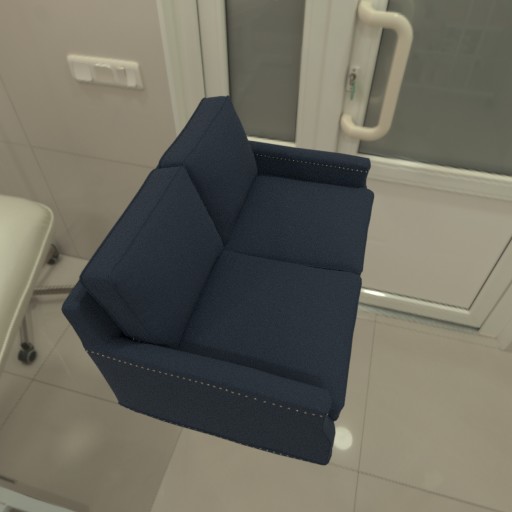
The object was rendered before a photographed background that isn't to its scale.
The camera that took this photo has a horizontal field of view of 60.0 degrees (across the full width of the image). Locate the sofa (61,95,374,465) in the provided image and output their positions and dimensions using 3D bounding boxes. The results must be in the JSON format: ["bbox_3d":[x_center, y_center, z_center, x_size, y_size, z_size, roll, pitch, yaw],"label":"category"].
[{"bbox_3d":[0.000,0.000,2.245,1.084,1.003,1.597,11,49,10],"label":"sofa"}]
